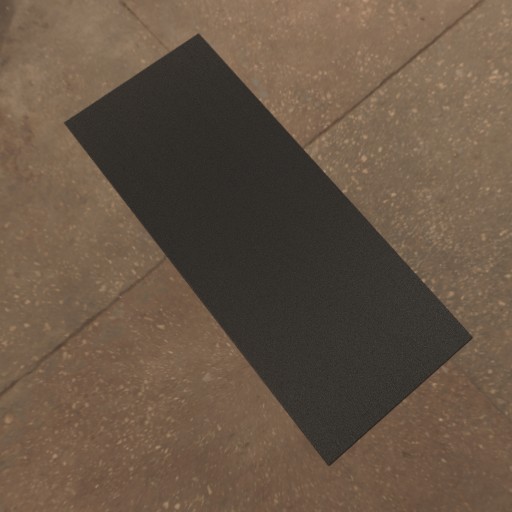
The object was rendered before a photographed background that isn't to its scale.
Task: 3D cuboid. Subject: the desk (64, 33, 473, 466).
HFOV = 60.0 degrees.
[{"bbox_3d":[0.000,0.000,1.629,0.508,0.775,1.220,-38,79,-9],"label":"desk"}]
